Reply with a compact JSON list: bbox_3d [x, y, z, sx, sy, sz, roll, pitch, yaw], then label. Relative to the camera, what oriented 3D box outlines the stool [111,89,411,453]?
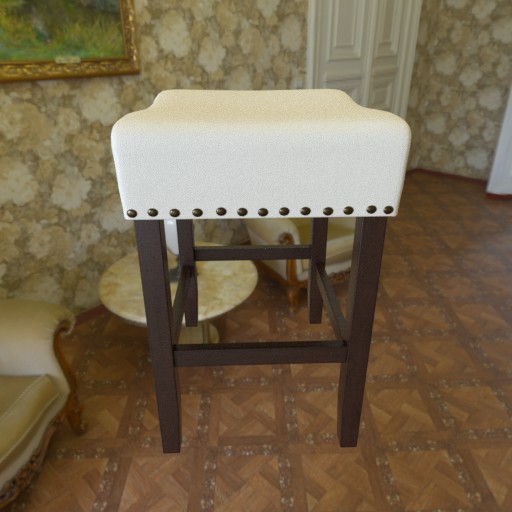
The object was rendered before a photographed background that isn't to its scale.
[{"bbox_3d":[0.000,0.000,0.907,0.401,0.609,0.471,-1,26,-2],"label":"stool"}]
